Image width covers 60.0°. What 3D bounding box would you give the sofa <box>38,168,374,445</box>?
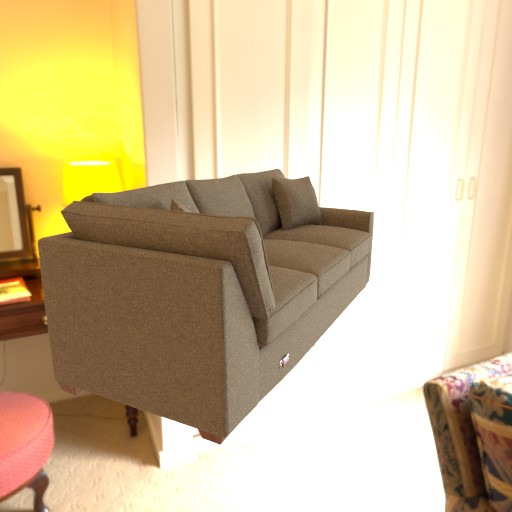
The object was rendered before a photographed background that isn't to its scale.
[{"bbox_3d":[0.000,0.000,2.815,1.061,0.962,2.317,8,16,27],"label":"sofa"}]
